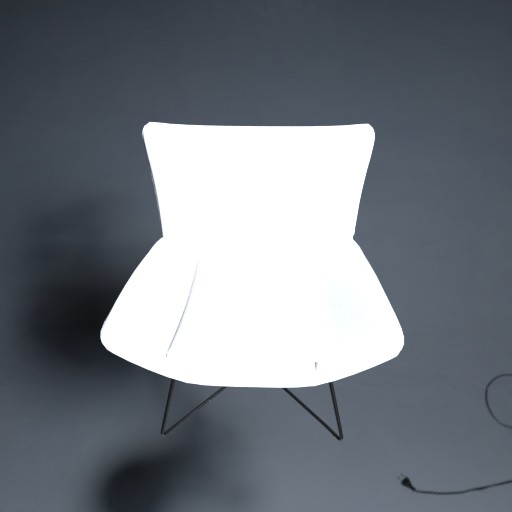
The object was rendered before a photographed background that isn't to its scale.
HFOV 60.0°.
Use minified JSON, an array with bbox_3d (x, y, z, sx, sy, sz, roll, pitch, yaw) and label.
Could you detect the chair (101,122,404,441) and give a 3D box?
[{"bbox_3d":[0.000,0.000,1.640,0.859,0.855,1.008,1,30,2],"label":"chair"}]
